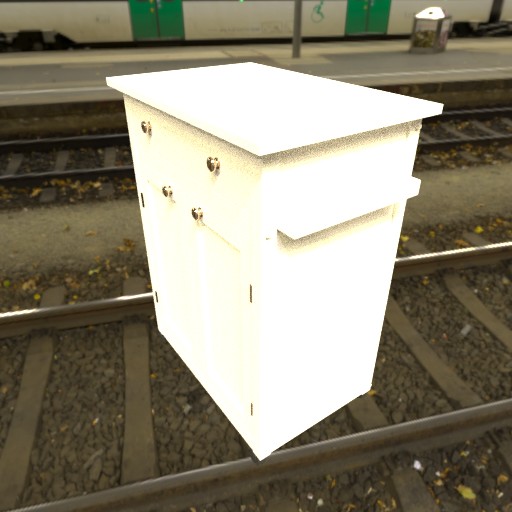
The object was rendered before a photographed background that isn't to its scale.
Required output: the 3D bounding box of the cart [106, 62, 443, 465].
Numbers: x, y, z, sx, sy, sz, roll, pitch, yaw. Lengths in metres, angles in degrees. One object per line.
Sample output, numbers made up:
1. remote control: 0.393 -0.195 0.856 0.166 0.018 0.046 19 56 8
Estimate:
1. cart: 0.000 0.000 1.209 0.442 0.864 0.683 -20 37 -29
